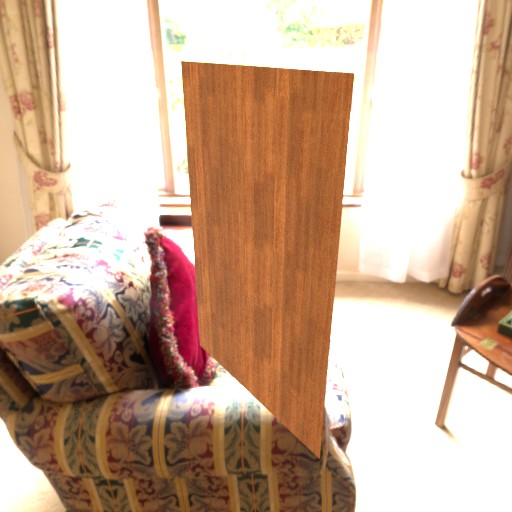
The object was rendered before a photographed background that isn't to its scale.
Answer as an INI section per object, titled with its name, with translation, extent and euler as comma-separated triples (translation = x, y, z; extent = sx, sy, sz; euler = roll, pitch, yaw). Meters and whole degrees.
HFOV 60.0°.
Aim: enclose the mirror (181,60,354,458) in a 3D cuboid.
[mirror]
translation = 0.000, 0.000, 1.275
extent = 0.047, 1.010, 0.651
euler = -19, 32, -33
